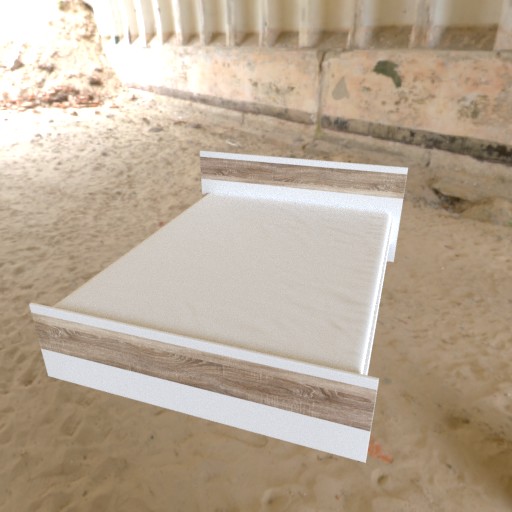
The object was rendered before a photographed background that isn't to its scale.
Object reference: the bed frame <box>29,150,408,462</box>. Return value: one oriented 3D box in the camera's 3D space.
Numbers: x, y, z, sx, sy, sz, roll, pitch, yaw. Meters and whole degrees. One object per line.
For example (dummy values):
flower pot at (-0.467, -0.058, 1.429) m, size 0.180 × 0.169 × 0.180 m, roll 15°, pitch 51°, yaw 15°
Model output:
bed frame at (0.000, 0.000, 2.895) m, size 1.720 × 0.800 × 2.060 m, roll 9°, pitch 28°, yaw 17°
